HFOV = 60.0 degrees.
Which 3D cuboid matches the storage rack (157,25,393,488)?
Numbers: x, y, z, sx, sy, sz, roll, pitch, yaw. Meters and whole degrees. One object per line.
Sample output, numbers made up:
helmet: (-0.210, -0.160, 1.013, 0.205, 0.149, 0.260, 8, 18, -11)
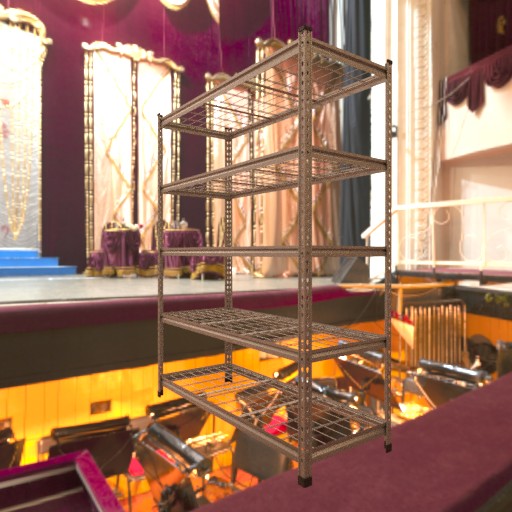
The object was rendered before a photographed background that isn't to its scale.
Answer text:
storage rack: (0.000, 0.000, 2.685, 0.610, 1.981, 1.524, 0, 1, -37)
